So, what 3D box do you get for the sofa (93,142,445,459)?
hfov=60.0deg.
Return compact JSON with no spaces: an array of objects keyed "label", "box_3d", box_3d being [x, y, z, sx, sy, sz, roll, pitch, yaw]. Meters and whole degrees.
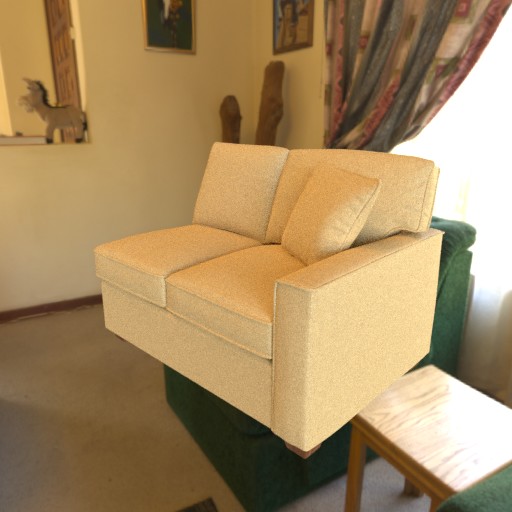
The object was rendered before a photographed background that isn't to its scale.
[{"label":"sofa","box_3d":[0.000,0.000,2.101,1.388,0.989,0.991,16,23,42]}]
